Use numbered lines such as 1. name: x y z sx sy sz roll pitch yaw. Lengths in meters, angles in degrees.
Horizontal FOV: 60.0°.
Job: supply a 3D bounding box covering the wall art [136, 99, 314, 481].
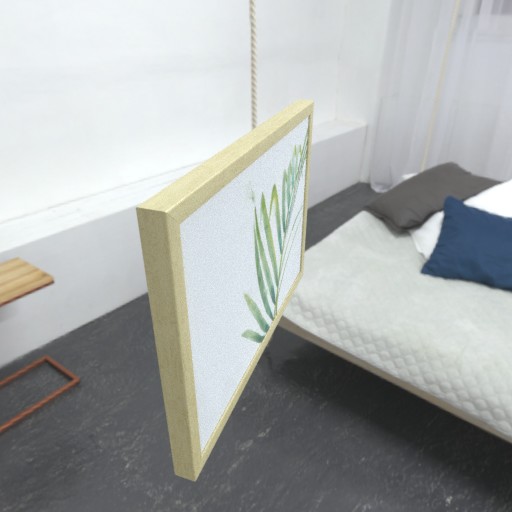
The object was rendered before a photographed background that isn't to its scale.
1. wall art: 0.000 0.000 0.700 0.032 0.381 0.533 10 31 18
